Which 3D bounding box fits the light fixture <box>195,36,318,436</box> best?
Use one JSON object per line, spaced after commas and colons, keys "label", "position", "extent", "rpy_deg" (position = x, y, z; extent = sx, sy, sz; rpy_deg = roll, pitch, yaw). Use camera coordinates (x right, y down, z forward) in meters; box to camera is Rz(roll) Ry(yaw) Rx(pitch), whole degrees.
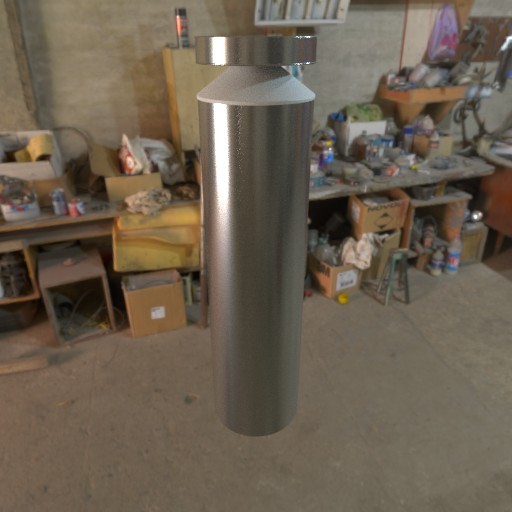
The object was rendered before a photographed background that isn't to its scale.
{"label": "light fixture", "position": [0.000, 0.000, 0.451], "extent": [0.102, 0.400, 0.102], "rpy_deg": [18, 32, 32]}
